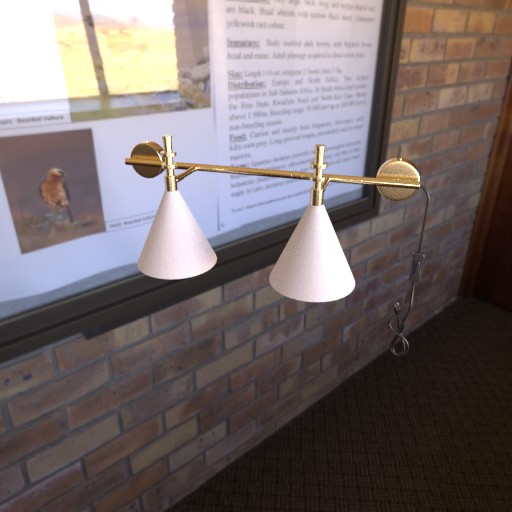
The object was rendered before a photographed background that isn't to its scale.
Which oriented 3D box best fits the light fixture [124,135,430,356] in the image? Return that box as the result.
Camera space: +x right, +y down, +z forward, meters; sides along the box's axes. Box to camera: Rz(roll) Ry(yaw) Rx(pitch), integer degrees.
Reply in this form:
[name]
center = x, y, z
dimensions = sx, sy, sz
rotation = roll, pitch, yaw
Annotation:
[light fixture]
center = 0.000, 0.000, 0.882
dimensions = 0.642, 0.468, 0.239
rotation = 8, 27, 15
